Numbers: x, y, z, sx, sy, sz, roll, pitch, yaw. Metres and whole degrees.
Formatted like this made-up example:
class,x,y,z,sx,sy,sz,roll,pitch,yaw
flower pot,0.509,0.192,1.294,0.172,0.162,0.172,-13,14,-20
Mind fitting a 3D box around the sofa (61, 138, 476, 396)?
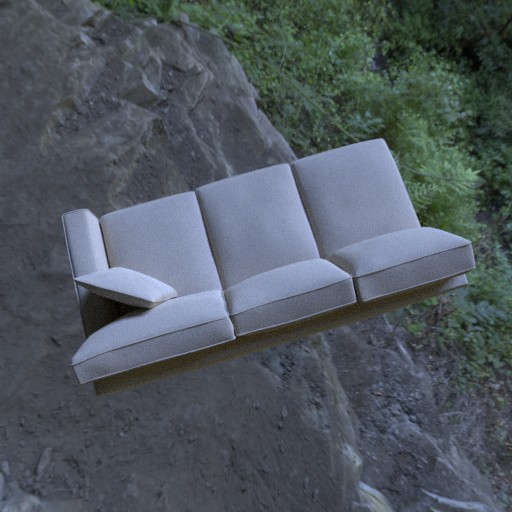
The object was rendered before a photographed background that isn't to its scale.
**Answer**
class,x,y,z,sx,sy,sz,roll,pitch,yaw
sofa,0.000,0.000,2.552,1.963,0.946,1.034,-16,77,-4
